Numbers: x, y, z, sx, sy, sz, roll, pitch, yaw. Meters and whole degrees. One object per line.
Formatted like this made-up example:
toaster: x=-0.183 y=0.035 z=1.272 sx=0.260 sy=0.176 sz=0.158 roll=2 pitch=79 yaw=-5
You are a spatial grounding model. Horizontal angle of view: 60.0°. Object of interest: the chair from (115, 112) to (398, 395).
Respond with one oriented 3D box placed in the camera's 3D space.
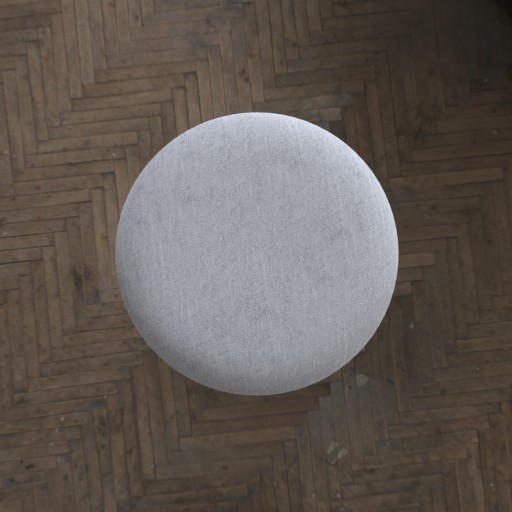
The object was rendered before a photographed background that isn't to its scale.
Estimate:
chair: x=0.000 y=0.000 z=0.644 sx=0.350 sy=0.386 sz=0.350 roll=0 pitch=89 yaw=0
